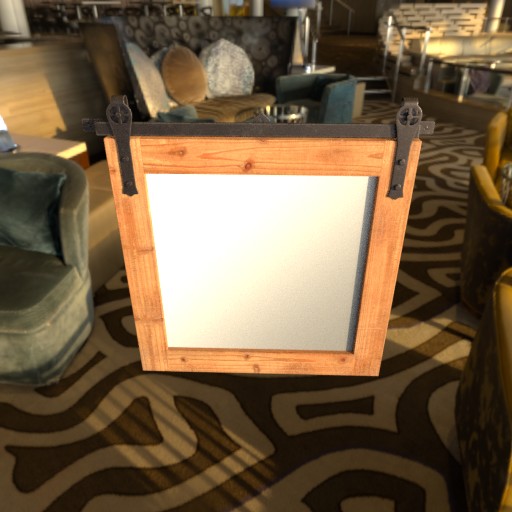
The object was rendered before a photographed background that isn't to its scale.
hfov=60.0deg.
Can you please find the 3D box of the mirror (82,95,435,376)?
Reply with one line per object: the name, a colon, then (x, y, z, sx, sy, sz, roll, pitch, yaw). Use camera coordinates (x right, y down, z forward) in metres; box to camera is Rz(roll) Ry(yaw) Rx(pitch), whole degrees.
mirror: (0.000, 0.000, 1.159, 0.805, 0.800, 0.054, 1, 30, 2)
